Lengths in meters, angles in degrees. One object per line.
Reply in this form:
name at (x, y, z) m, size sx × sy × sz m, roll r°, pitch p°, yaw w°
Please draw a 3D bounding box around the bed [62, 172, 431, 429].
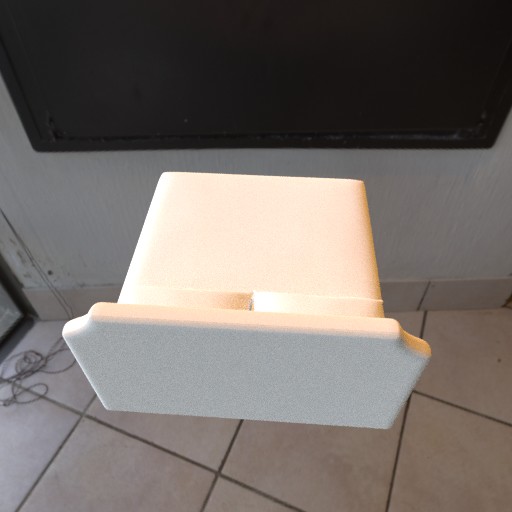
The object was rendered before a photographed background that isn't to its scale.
bed at (0.000, 0.000, 3.589) m, size 2.160 × 1.301 × 2.204 m, roll 3°, pitch 48°, yaw 3°
